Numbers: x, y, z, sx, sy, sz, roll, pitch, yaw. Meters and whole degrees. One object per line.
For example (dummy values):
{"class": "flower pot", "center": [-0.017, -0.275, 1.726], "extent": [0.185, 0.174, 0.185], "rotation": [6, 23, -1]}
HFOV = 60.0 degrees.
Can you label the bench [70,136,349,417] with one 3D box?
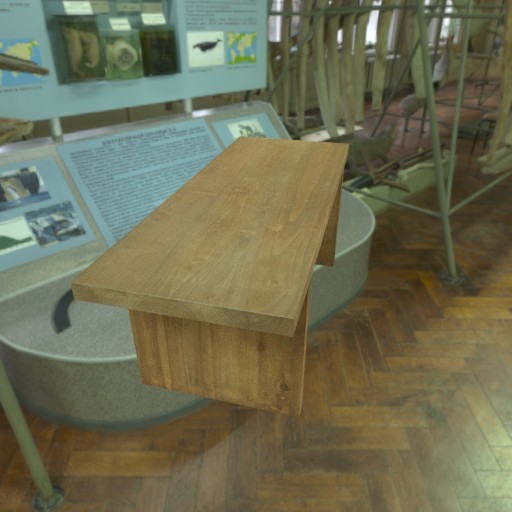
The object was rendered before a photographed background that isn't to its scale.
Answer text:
{"class": "bench", "center": [0.000, 0.000, 1.451], "extent": [0.458, 0.458, 1.183], "rotation": [8, 30, 13]}
